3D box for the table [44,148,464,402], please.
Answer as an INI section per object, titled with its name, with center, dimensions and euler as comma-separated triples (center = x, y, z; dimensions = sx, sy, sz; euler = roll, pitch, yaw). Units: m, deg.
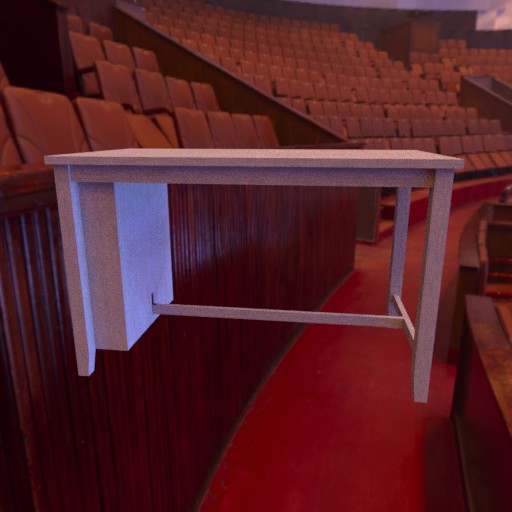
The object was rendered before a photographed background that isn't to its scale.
[table]
center = 0.000, 0.000, 1.923
dimensions = 1.397, 0.874, 0.729
euler = 2, 16, 8
